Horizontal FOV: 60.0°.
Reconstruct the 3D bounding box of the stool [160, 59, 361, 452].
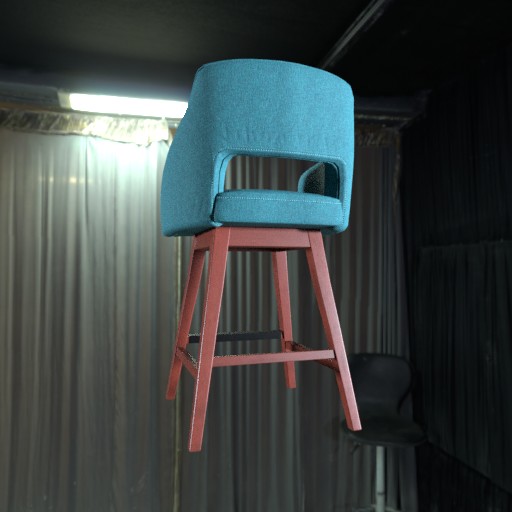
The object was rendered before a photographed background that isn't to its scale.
[{"bbox_3d":[0.000,0.000,1.349,0.548,0.961,0.556,1,-2,-18],"label":"stool"}]
